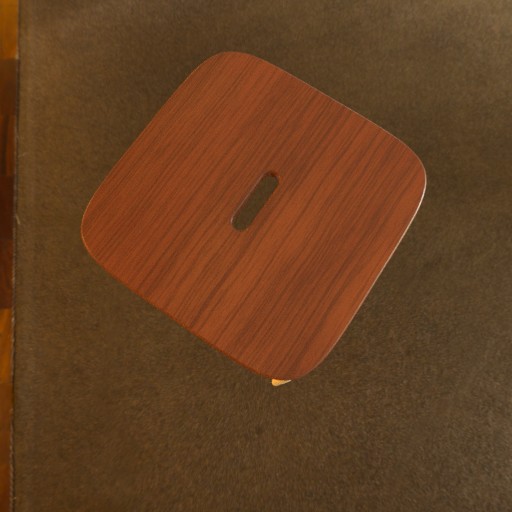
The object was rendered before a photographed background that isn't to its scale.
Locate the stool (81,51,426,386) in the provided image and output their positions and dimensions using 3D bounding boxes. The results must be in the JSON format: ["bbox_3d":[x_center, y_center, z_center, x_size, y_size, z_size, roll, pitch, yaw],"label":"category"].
[{"bbox_3d":[0.000,0.000,0.859,0.376,0.610,0.376,33,79,7],"label":"stool"}]
